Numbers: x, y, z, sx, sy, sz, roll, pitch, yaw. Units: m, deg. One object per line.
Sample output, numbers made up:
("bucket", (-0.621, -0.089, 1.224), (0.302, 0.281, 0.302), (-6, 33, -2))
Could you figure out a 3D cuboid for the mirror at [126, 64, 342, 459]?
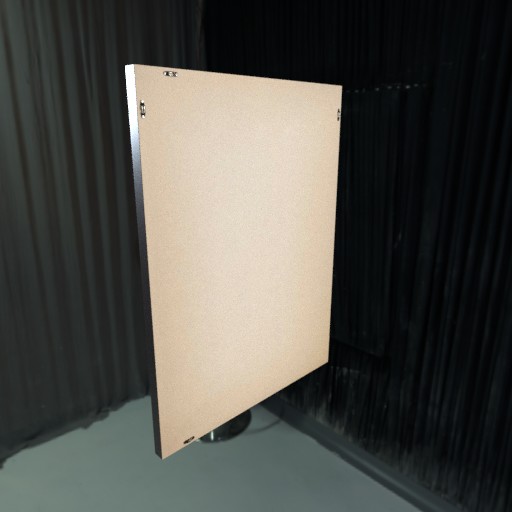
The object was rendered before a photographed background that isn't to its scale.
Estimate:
("mirror", (0.000, 0.000, 1.354), (0.762, 1.016, 0.041), (-15, 22, -42))
